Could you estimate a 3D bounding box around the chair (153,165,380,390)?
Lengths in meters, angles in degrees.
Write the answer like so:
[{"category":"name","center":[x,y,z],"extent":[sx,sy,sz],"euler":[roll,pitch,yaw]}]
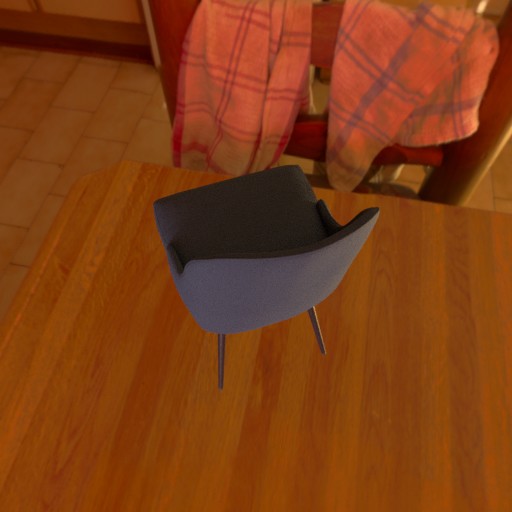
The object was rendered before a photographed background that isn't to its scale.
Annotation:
[{"category":"chair","center":[0.000,0.000,1.229],"extent":[0.478,0.896,0.559],"euler":[-16,60,-10]}]
